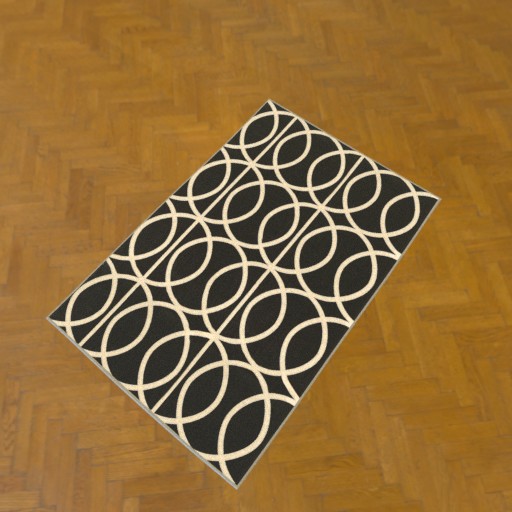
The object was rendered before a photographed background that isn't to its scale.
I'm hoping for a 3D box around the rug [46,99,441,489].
[{"bbox_3d":[0.000,0.000,2.917,1.528,0.014,2.294,35,70,15],"label":"rug"}]
